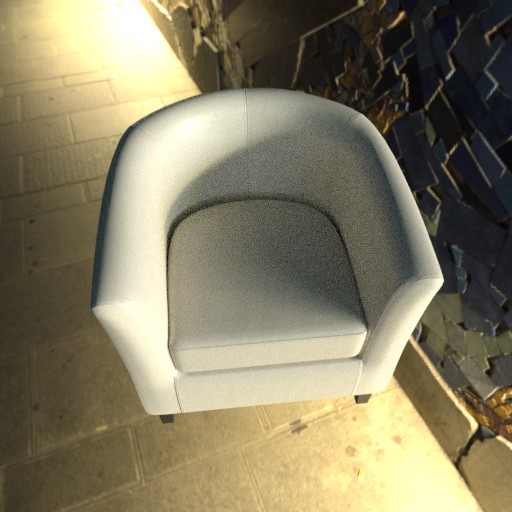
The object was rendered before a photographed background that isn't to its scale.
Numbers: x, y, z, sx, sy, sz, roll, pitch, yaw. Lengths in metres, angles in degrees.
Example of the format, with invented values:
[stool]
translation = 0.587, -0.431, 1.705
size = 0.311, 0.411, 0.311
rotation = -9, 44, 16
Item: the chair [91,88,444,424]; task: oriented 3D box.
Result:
[chair]
translation = 0.000, 0.000, 1.366
size = 0.792, 0.756, 0.727
rotation = -4, 46, -4
